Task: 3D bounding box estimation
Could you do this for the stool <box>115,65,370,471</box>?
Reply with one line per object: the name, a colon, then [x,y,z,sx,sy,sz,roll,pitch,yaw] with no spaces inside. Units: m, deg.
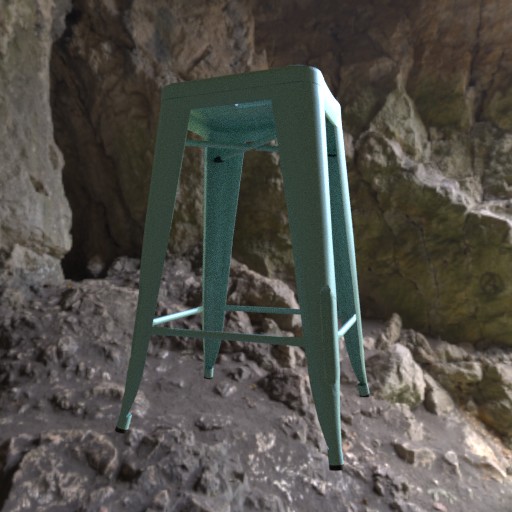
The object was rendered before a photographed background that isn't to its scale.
stool: [0.000,0.000,0.857,0.399,0.609,0.359,0,1,20]
